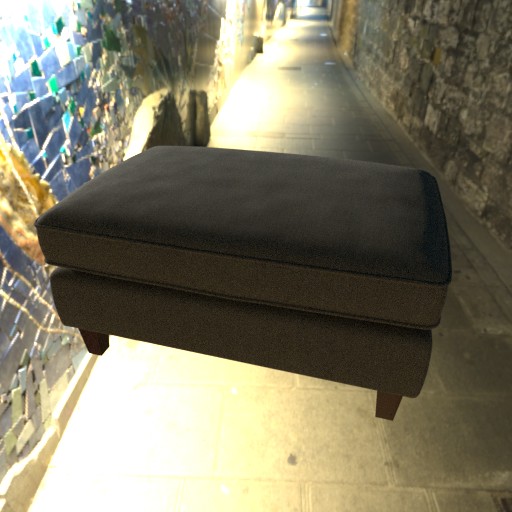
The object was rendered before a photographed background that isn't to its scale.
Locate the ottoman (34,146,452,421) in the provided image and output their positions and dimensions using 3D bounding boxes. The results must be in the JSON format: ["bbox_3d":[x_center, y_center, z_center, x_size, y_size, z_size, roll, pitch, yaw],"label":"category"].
[{"bbox_3d":[0.000,0.000,1.260,0.941,0.480,0.636,8,32,14],"label":"ottoman"}]
